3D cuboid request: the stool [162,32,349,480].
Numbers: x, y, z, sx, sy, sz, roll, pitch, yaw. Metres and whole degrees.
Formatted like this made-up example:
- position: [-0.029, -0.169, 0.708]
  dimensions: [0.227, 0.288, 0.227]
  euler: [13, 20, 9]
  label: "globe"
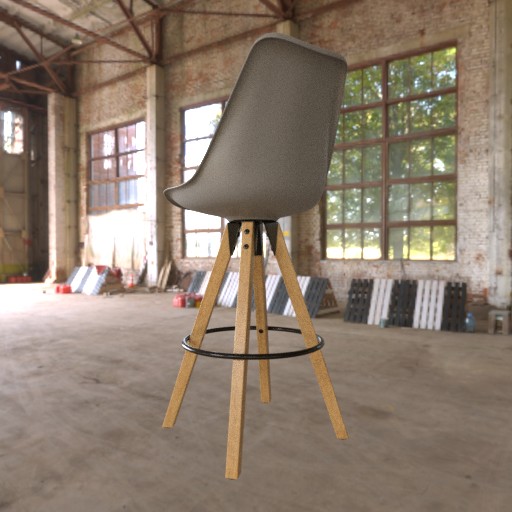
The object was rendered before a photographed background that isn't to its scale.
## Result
- position: [0.000, 0.000, 1.377]
  dimensions: [0.485, 1.115, 0.550]
  euler: [-1, 1, -36]
  label: "stool"
